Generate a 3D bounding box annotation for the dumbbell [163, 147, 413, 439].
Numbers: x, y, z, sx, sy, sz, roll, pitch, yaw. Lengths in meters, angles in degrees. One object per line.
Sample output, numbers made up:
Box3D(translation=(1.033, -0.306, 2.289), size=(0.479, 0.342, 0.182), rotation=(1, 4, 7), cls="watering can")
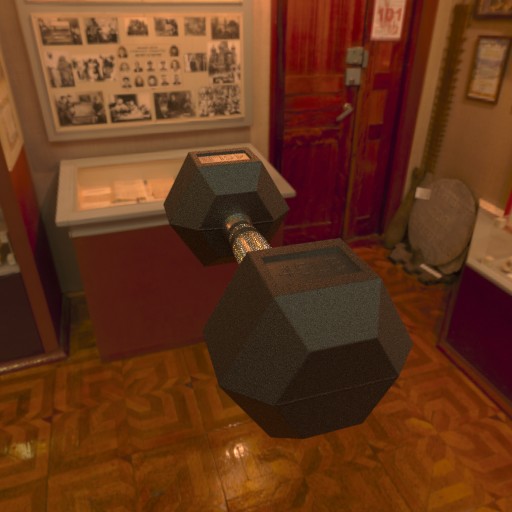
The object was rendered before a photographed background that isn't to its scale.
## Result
Box3D(translation=(0.000, 0.000, 0.424), size=(0.141, 0.123, 0.356), rotation=(-8, 31, -15), cls="dumbbell")
